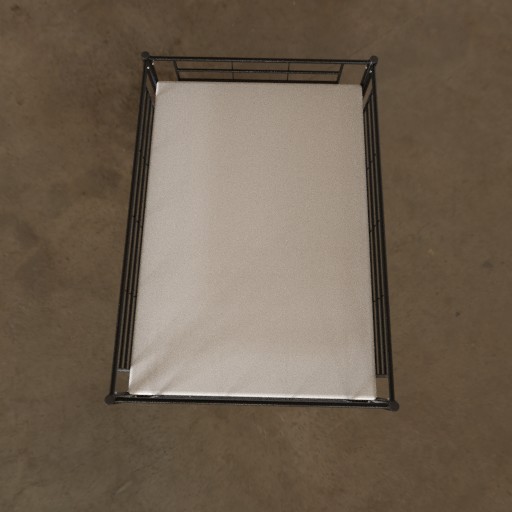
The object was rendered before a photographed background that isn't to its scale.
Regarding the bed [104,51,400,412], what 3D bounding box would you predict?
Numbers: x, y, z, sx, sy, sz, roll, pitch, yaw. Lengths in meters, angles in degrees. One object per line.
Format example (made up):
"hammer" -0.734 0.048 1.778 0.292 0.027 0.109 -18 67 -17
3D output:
"bed" 0.000 0.000 3.219 1.397 1.803 1.994 1 75 0
